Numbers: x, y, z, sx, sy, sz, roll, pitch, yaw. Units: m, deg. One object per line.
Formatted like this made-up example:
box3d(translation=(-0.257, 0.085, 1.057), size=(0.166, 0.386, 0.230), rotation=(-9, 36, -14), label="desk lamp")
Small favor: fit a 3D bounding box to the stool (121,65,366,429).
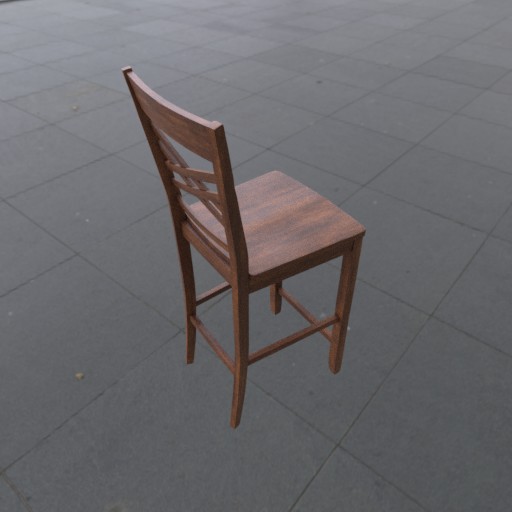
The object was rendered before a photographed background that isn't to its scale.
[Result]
box3d(translation=(0.000, 0.000, 1.364), size=(0.504, 1.098, 0.426), rotation=(-24, 45, -26), label="stool")
